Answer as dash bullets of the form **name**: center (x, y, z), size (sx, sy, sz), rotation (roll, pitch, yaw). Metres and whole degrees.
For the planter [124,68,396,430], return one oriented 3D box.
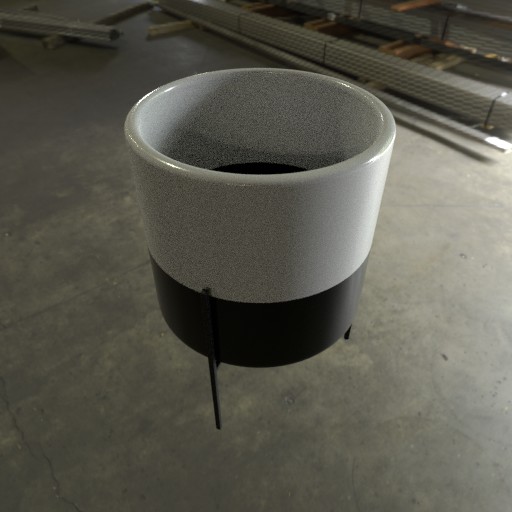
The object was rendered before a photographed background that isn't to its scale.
- **planter**: center (0.000, 0.000, 0.640), size (0.310, 0.432, 0.310), rotation (27, 48, 27)
